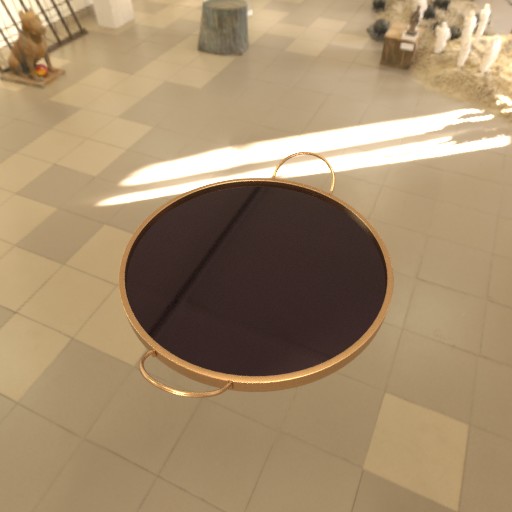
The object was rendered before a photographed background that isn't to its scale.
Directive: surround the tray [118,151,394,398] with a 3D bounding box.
[{"bbox_3d":[0.000,0.000,0.717,0.438,0.069,0.543,18,49,16],"label":"tray"}]
